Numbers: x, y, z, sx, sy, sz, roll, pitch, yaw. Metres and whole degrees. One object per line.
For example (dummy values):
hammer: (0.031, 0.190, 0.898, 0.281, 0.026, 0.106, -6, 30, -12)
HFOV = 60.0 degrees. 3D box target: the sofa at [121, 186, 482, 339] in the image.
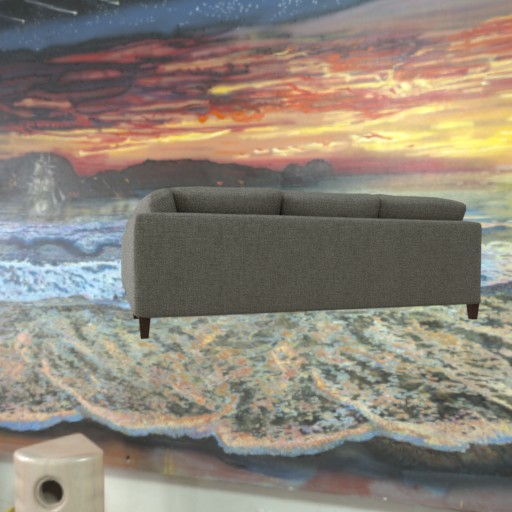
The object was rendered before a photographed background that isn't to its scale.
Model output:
sofa: (0.000, 0.000, 4.503, 2.593, 0.947, 3.302, 0, 0, -18)
